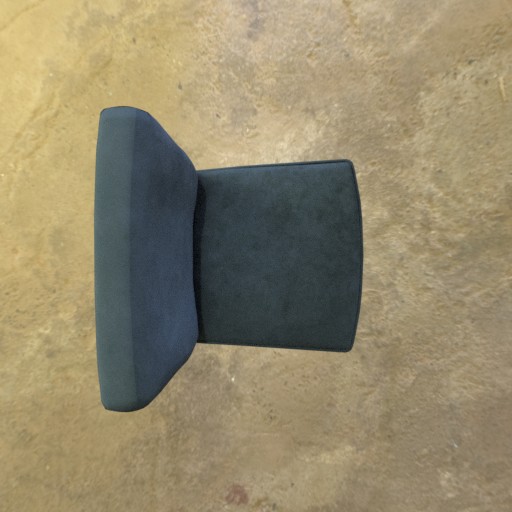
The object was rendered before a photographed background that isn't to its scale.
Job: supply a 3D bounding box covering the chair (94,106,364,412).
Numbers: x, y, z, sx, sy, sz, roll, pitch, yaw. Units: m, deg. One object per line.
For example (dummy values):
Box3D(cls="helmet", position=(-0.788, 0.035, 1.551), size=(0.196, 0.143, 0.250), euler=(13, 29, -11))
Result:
Box3D(cls="chair", position=(0.000, 0.000, 1.146), size=(0.551, 0.806, 0.521), euler=(0, 91, 0))
